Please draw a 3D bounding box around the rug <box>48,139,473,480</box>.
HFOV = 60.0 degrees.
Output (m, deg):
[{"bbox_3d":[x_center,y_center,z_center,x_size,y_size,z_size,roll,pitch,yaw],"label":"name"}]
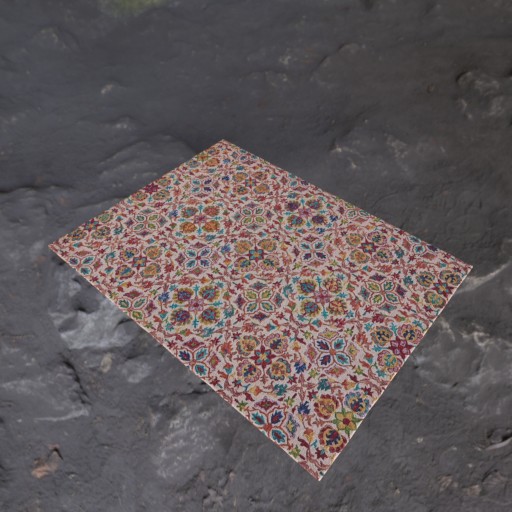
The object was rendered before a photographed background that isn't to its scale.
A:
[{"bbox_3d":[0.000,0.000,4.198,3.215,0.020,2.446,33,55,26],"label":"rug"}]
